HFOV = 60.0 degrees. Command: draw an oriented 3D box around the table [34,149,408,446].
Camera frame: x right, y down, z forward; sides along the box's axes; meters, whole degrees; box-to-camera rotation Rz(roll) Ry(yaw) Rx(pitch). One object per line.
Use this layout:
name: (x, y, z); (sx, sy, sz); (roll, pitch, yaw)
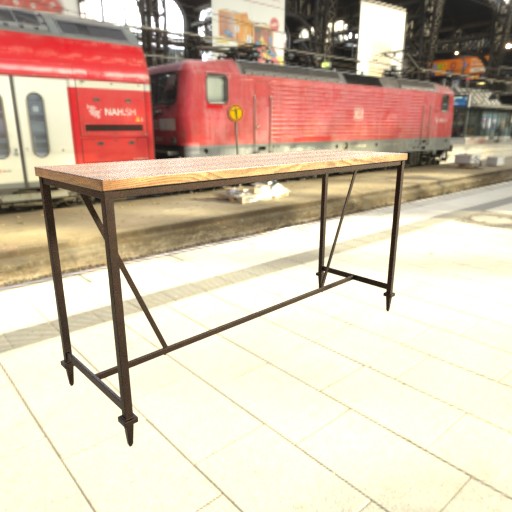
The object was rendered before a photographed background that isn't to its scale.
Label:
table: (0.000, 0.000, 2.099); (1.700, 0.902, 0.551); (-15, 22, -41)
